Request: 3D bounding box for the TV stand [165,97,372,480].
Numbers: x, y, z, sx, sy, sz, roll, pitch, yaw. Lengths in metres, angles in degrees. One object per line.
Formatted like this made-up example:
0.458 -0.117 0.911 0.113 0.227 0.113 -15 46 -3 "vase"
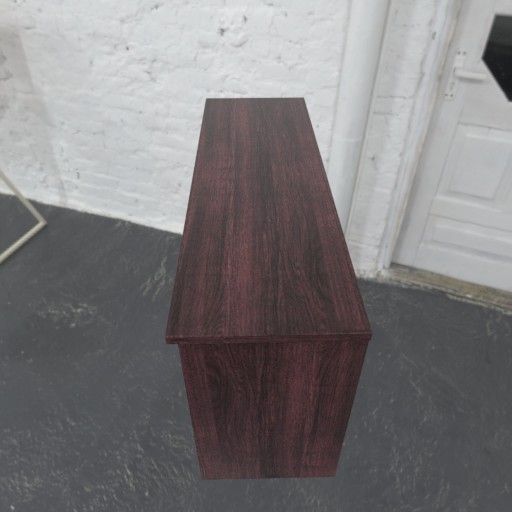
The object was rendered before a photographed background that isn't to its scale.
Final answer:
0.000 0.000 1.470 0.404 0.614 1.192 -1 40 -1 "TV stand"
